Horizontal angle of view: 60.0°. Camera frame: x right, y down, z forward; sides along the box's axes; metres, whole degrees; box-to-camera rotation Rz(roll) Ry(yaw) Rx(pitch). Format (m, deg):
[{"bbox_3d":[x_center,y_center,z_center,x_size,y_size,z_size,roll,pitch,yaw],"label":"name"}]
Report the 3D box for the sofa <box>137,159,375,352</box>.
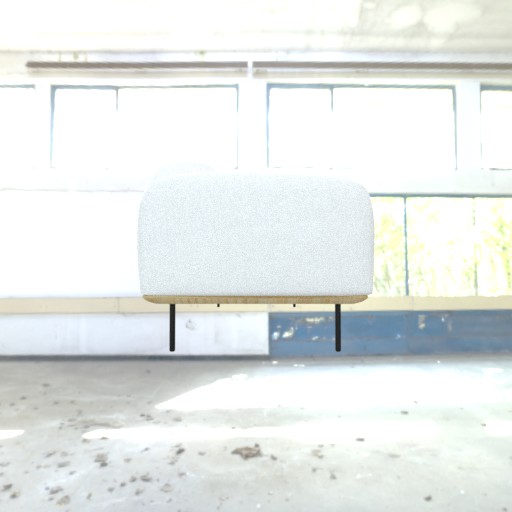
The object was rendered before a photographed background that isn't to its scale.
[{"bbox_3d":[0.000,0.000,2.667,0.870,0.780,2.280,0,-2,0],"label":"sofa"}]
